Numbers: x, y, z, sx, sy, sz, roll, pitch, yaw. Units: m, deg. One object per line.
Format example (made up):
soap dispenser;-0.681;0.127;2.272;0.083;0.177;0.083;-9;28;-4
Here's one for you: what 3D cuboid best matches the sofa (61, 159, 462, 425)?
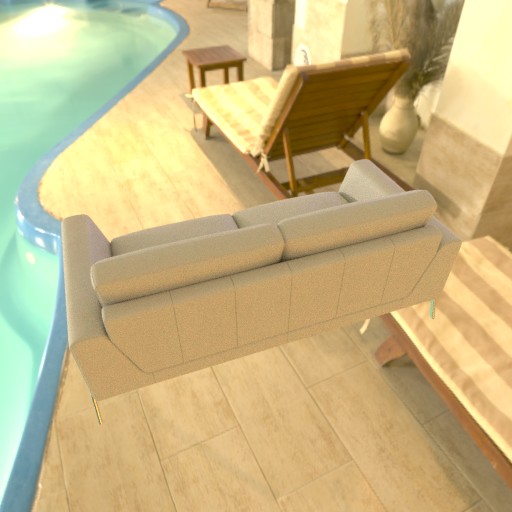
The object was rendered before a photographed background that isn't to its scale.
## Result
sofa;0.000;0.000;2.527;2.017;0.875;0.953;-14;43;-15
